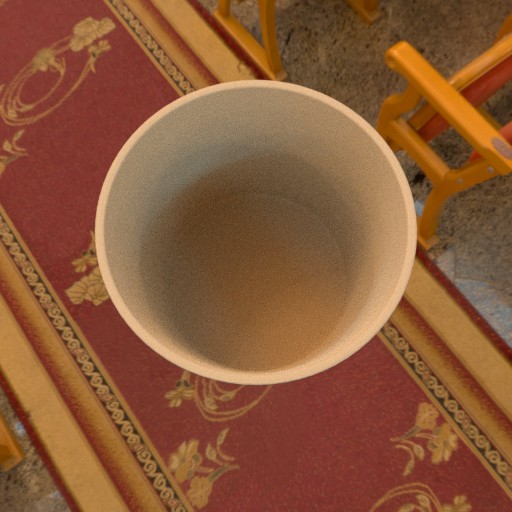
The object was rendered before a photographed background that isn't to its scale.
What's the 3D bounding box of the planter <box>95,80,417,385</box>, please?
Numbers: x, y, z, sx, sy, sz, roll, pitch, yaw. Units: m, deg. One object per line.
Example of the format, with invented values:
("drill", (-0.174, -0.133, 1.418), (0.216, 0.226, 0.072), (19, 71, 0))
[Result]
("planter", (0.000, 0.000, 0.402), (0.221, 0.201, 0.221), (0, 75, 0))
